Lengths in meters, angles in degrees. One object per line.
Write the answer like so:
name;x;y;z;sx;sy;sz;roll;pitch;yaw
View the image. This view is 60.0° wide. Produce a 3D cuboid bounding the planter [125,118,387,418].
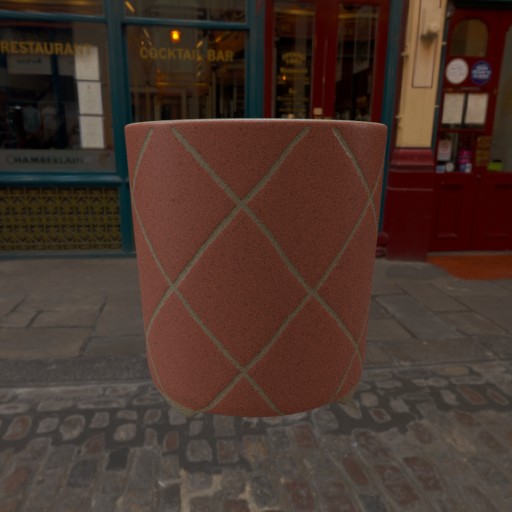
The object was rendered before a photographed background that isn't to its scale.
planter;0.000;0.000;0.357;0.191;0.200;0.191;0;13;0
